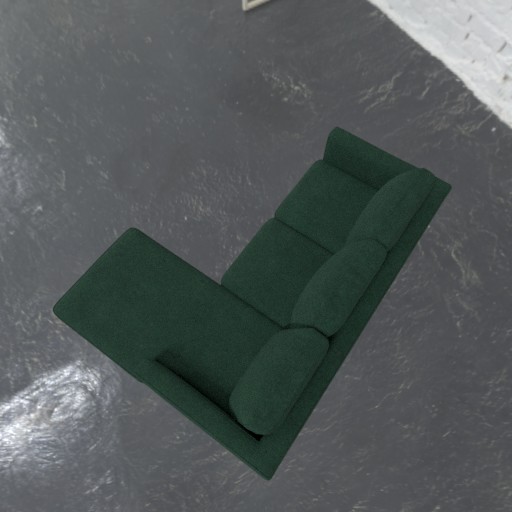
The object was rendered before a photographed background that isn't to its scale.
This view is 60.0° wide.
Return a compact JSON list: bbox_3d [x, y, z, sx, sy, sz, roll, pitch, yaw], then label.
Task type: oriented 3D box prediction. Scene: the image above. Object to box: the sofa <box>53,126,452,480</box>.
[{"bbox_3d":[0.000,0.000,2.810,1.580,0.899,2.030,32,68,15],"label":"sofa"}]
